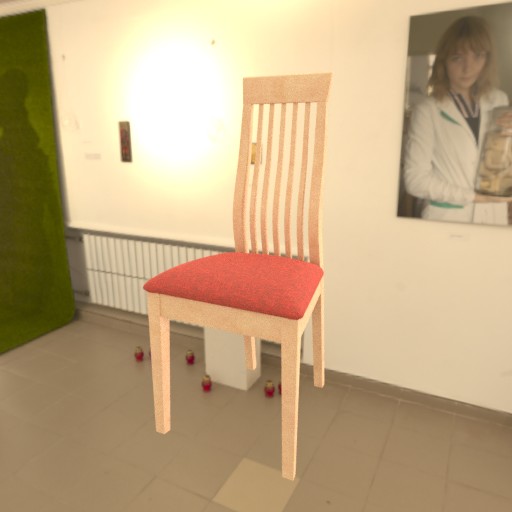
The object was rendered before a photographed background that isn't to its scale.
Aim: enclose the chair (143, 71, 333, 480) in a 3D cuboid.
[{"bbox_3d":[0.000,0.000,1.287,0.460,1.027,0.474,7,17,26],"label":"chair"}]
